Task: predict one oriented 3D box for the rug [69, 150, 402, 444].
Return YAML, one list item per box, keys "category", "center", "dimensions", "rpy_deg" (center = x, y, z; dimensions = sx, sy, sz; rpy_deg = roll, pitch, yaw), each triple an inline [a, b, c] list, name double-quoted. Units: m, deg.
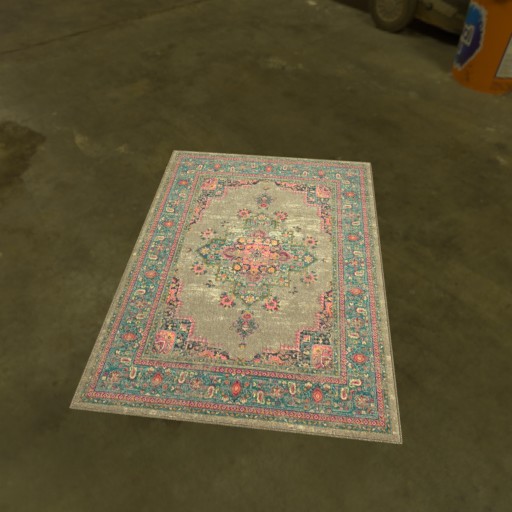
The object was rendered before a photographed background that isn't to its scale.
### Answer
- category: "rug"
  center: [0.000, 0.000, 2.857]
  dimensions: [1.609, 0.013, 2.214]
  rpy_deg: [5, 48, 4]
